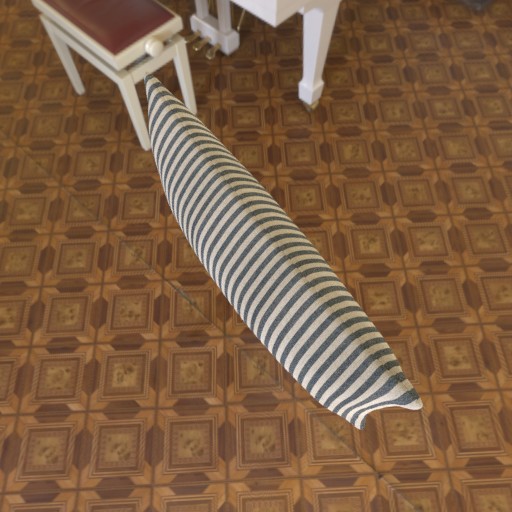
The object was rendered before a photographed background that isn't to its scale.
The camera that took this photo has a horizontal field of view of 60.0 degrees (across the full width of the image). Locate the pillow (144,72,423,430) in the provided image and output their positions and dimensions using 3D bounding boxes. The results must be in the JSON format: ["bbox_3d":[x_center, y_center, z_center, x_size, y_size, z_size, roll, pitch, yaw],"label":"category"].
[{"bbox_3d":[0.000,0.000,0.714,0.151,0.295,0.617,-32,68,-15],"label":"pillow"}]
